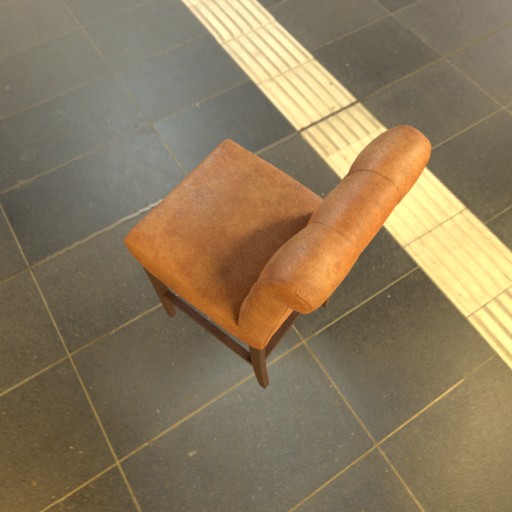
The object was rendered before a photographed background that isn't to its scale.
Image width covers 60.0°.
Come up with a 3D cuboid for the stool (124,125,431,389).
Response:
[{"bbox_3d":[0.000,0.000,1.355,0.601,1.047,0.493,35,68,16],"label":"stool"}]
